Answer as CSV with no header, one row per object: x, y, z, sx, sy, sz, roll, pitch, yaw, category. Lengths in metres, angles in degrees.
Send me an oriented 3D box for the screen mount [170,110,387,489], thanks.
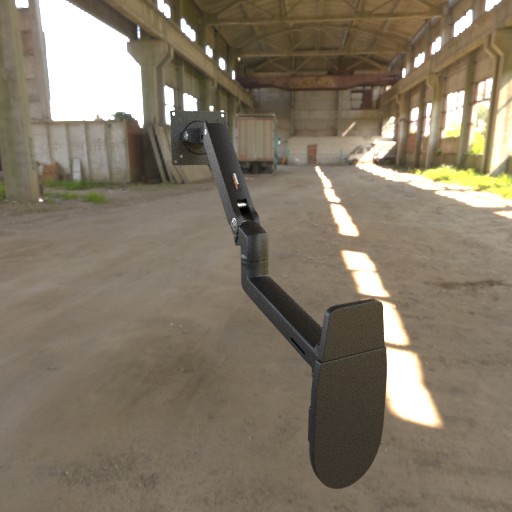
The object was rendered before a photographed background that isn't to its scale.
0.000,0.000,0.695,0.115,0.466,0.495,-7,15,-26,screen mount
